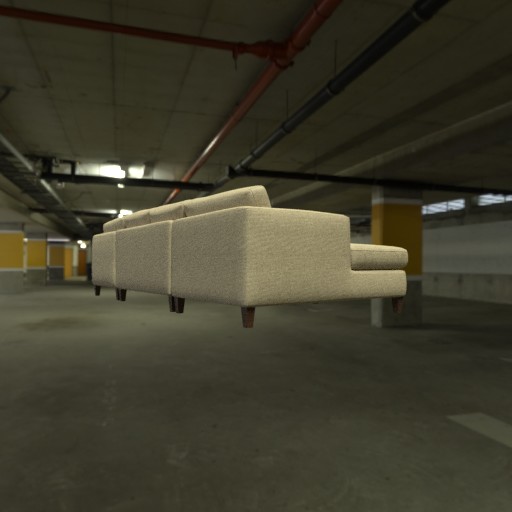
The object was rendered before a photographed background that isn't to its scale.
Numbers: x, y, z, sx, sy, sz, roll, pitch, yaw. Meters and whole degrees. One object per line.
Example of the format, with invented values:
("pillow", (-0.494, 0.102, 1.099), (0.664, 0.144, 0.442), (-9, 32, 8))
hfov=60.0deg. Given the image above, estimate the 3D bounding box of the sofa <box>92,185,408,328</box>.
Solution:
("sofa", (0.000, 0.000, 4.819), (2.593, 0.959, 3.460), (1, -1, -35))
